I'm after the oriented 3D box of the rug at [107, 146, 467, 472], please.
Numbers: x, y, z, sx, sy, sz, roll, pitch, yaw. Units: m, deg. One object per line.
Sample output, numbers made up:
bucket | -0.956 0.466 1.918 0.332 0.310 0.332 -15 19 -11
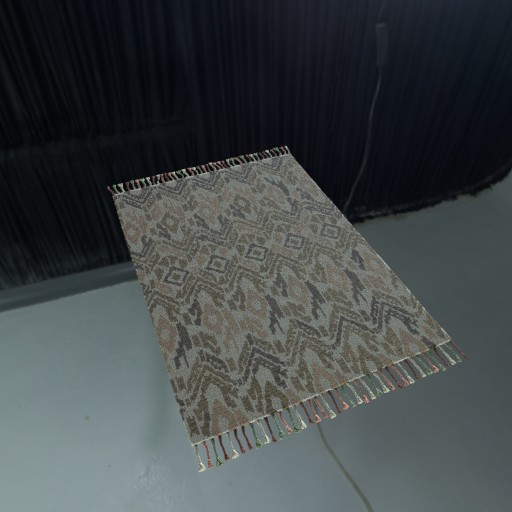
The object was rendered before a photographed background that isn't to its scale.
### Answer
rug | 0.000 0.000 2.295 1.219 0.008 1.829 -17 47 -16
